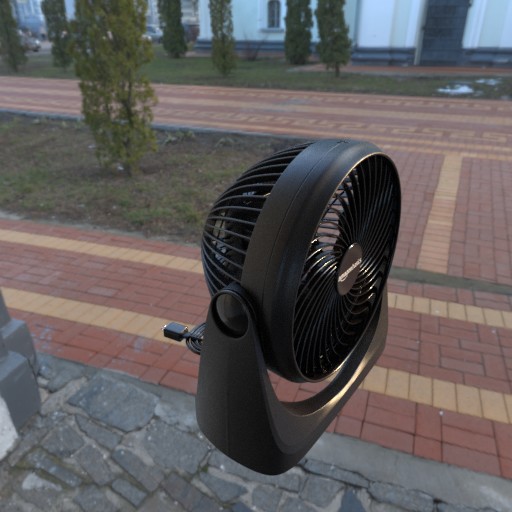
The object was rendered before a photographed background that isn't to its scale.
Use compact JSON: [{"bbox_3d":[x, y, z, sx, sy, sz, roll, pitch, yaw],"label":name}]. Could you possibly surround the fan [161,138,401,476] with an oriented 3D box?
[{"bbox_3d":[0.000,0.000,0.492,0.256,0.277,0.273,19,33,32],"label":"fan"}]
